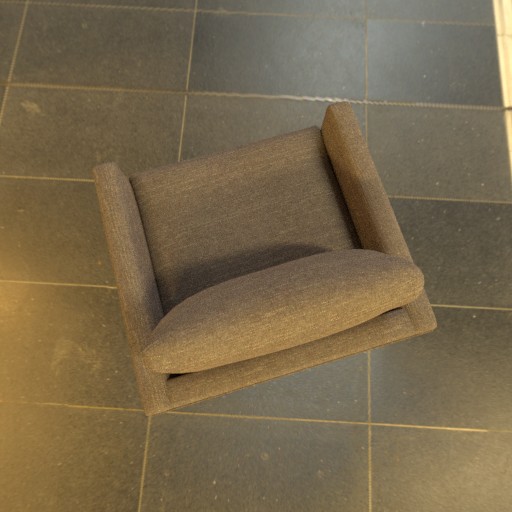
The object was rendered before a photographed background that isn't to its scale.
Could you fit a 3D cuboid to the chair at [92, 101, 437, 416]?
[{"bbox_3d":[0.000,0.000,1.586,0.940,0.841,0.845,-16,75,-4],"label":"chair"}]
